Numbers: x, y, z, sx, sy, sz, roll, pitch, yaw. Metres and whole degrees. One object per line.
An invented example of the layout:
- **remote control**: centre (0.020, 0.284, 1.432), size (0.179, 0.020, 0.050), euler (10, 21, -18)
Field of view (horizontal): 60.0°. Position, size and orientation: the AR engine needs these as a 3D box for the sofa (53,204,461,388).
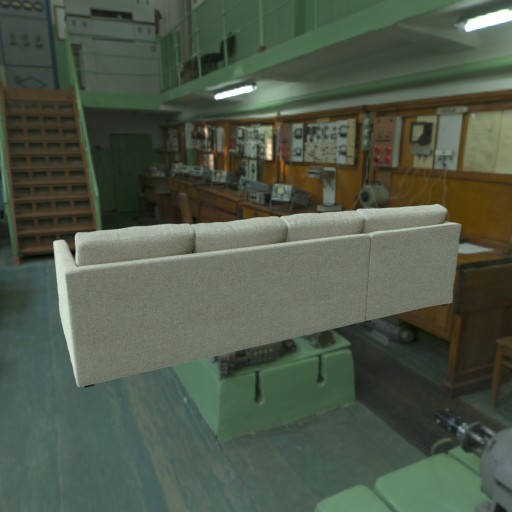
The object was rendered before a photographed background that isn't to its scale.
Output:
- **sofa**: centre (0.000, 0.000, 3.878), size (3.205, 0.922, 1.650), euler (-7, 16, -26)
